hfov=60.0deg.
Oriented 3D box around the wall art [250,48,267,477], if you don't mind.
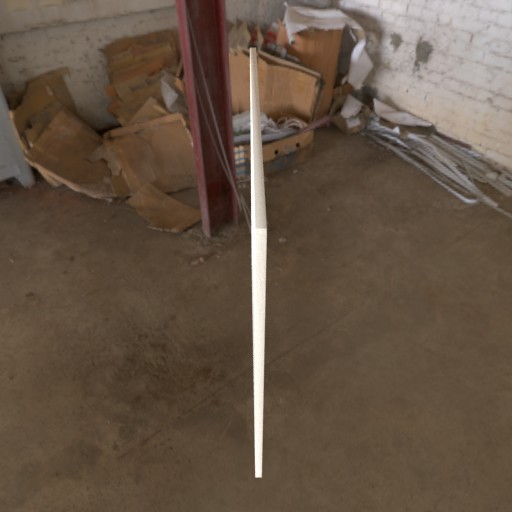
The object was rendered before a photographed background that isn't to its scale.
[{"bbox_3d":[0.000,0.000,0.850,0.013,0.584,0.584,-1,41,-1],"label":"wall art"}]
